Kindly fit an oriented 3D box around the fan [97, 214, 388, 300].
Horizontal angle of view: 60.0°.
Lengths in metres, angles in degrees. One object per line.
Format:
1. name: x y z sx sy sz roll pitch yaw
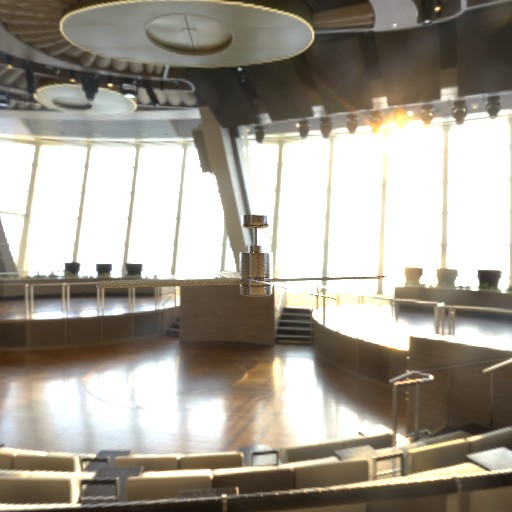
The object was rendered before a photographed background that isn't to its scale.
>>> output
1. fan: 0.000 0.000 1.953 1.322 0.355 1.322 0 1 -18
